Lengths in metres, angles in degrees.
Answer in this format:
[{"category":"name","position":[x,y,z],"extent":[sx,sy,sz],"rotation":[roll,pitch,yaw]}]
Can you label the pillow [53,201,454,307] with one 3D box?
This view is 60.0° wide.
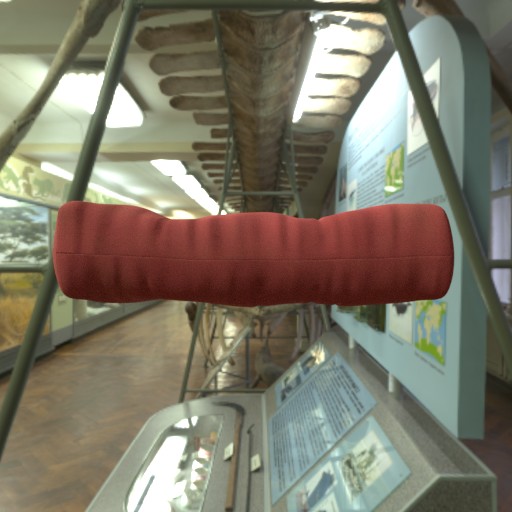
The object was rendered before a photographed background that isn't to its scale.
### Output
[{"category":"pillow","position":[0.000,0.000,0.727],"extent":[0.468,0.128,0.490],"rotation":[0,0,1]}]
